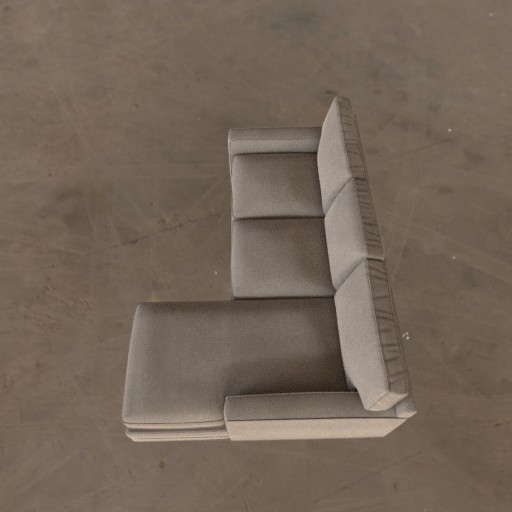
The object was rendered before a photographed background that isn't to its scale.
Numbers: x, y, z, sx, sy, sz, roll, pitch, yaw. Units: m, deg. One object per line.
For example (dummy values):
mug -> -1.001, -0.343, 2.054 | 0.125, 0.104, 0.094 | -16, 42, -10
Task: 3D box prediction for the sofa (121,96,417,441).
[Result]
sofa -> 0.000, 0.000, 2.841 | 1.496, 0.861, 2.087 | -1, 58, -1
